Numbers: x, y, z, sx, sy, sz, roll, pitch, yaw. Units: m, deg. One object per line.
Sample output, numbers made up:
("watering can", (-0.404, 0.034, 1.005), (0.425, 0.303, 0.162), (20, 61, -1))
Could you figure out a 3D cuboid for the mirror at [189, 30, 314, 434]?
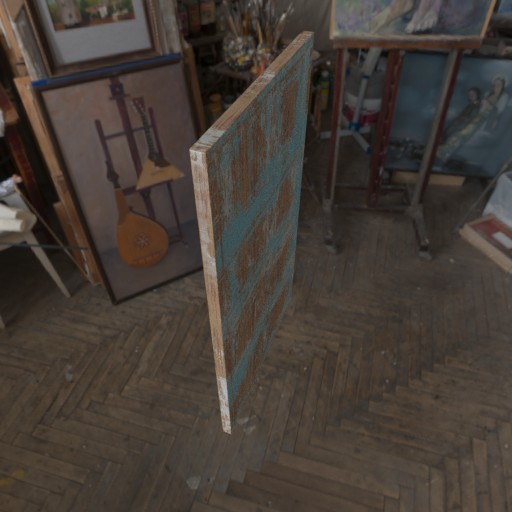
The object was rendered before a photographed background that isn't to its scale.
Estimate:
("mirror", (0.000, 0.000, 1.493), (0.083, 1.213, 0.707), (16, 47, 15))
